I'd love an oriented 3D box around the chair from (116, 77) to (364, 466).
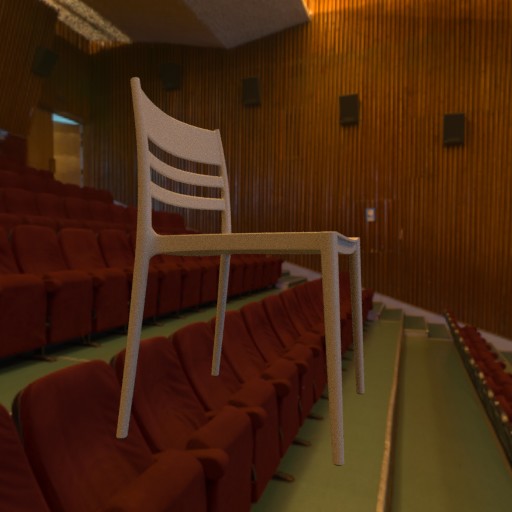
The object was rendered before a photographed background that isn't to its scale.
[{"bbox_3d":[0.000,0.000,1.146,0.511,0.800,0.531,0,1,19],"label":"chair"}]
